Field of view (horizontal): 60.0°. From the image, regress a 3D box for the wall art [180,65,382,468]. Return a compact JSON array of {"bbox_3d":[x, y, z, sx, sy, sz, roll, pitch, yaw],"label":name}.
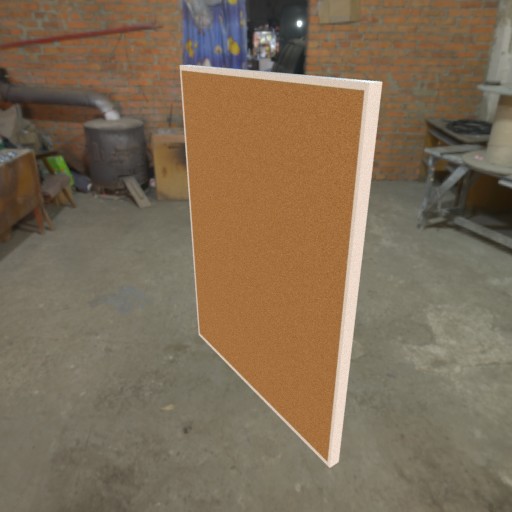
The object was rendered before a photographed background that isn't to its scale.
[{"bbox_3d":[0.000,0.000,1.363,0.039,1.050,0.795,-17,31,-31],"label":"wall art"}]
